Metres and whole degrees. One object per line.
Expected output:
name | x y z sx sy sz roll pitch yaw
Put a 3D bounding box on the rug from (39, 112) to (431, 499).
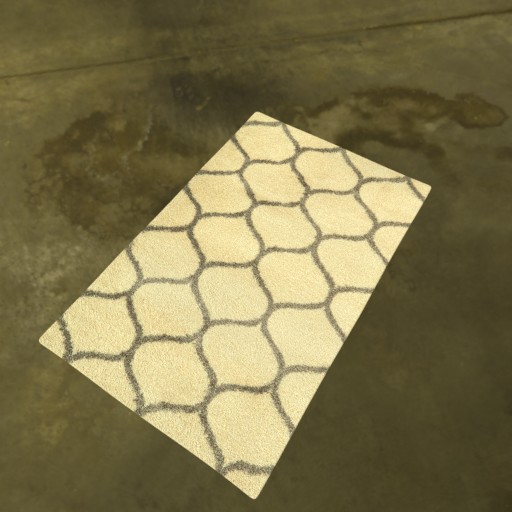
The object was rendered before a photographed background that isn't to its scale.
rug | 0.000 0.000 2.877 1.501 0.024 2.348 29 62 17
